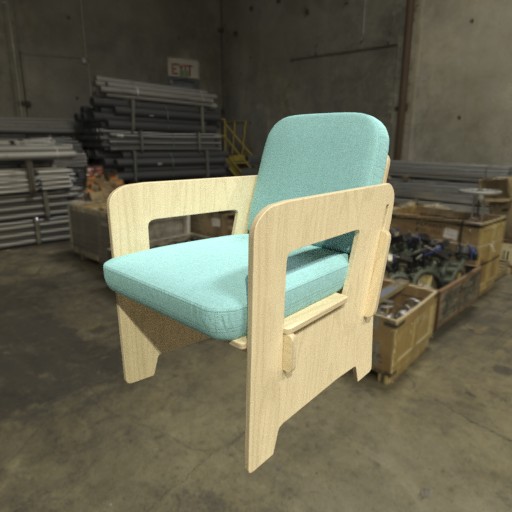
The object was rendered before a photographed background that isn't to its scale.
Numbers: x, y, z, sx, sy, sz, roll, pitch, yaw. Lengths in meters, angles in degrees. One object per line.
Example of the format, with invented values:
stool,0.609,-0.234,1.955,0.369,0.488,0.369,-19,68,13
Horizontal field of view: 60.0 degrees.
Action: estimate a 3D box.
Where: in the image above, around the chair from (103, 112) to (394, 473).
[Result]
chair,0.000,0.000,1.267,0.710,0.800,0.590,-14,20,-43
